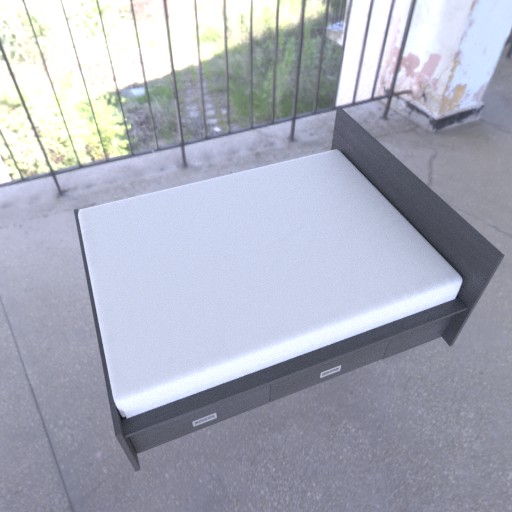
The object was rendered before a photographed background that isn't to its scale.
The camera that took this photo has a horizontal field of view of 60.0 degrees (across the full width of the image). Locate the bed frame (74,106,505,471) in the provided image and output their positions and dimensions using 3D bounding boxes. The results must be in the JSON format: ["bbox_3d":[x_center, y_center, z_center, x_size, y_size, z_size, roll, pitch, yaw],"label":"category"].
[{"bbox_3d":[0.000,0.000,2.714,1.960,0.800,1.622,-16,48,-15],"label":"bed frame"}]
